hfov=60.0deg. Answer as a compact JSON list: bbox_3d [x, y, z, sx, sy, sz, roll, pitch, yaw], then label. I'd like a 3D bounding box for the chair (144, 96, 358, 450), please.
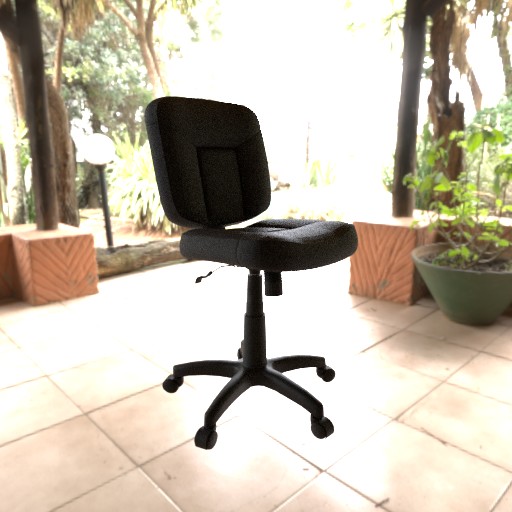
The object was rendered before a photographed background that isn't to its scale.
[{"bbox_3d":[0.000,0.000,1.365,0.610,0.972,0.610,-12,17,-43],"label":"chair"}]
